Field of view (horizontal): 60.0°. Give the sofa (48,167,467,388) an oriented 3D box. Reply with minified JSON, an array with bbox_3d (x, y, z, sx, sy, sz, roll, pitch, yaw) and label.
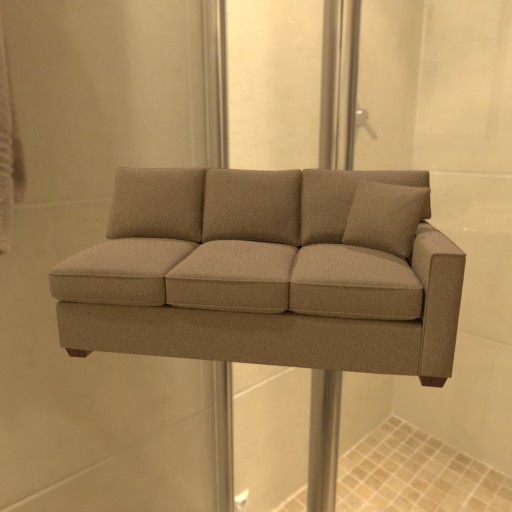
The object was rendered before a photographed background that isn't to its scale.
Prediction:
[{"bbox_3d":[0.000,0.000,2.507,1.963,0.946,1.034,2,14,9],"label":"sofa"}]
